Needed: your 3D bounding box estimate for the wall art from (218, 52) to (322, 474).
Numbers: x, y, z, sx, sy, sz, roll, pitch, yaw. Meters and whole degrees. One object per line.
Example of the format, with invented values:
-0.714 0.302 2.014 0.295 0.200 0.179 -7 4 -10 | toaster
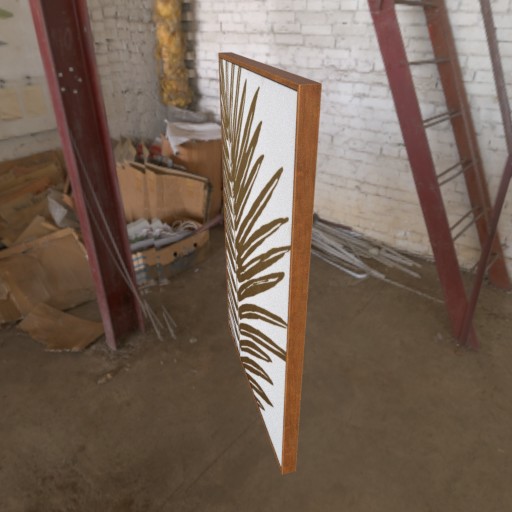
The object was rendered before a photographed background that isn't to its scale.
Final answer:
0.000 0.000 1.144 0.037 0.914 0.610 -8 30 -14 | wall art
